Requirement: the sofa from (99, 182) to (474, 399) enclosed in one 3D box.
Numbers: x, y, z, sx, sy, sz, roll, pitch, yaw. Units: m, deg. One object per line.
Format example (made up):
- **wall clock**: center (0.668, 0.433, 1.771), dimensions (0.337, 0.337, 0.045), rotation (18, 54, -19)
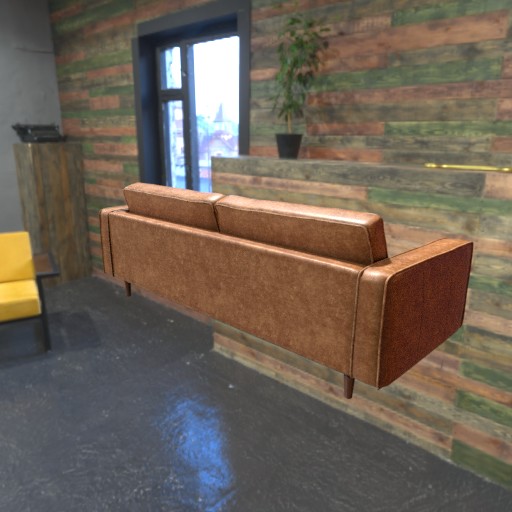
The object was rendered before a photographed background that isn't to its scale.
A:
- **sofa**: center (0.000, 0.000, 2.647), dimensions (2.199, 0.779, 0.886), rotation (14, 21, 42)
